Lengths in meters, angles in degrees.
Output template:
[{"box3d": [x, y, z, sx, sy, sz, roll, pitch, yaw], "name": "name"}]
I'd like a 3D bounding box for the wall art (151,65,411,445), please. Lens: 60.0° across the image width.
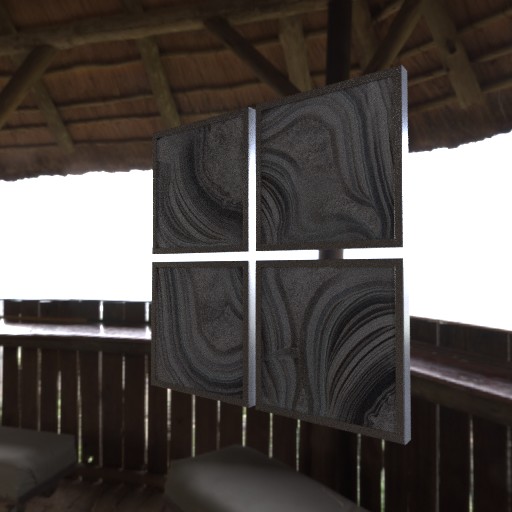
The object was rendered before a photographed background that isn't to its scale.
[{"box3d": [0.000, 0.000, 0.906, 0.611, 0.611, 0.029, -1, -2, 37], "name": "wall art"}]
